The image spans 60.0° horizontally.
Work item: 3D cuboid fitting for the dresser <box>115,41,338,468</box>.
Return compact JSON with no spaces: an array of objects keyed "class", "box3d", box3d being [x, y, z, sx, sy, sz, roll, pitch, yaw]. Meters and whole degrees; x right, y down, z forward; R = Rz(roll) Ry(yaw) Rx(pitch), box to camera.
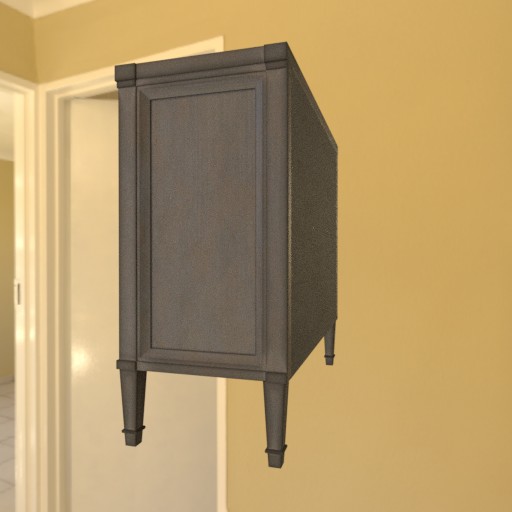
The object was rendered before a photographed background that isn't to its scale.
[{"class":"dresser","box3d":[0.000,0.000,1.581,0.463,0.986,1.049,0,1,17]}]
